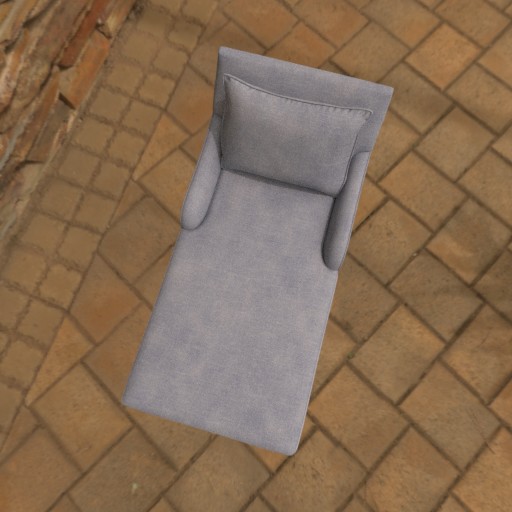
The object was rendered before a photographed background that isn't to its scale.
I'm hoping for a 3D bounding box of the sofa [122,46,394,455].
[{"bbox_3d":[0.000,0.000,2.293,0.904,0.883,1.779,15,76,4],"label":"sofa"}]
